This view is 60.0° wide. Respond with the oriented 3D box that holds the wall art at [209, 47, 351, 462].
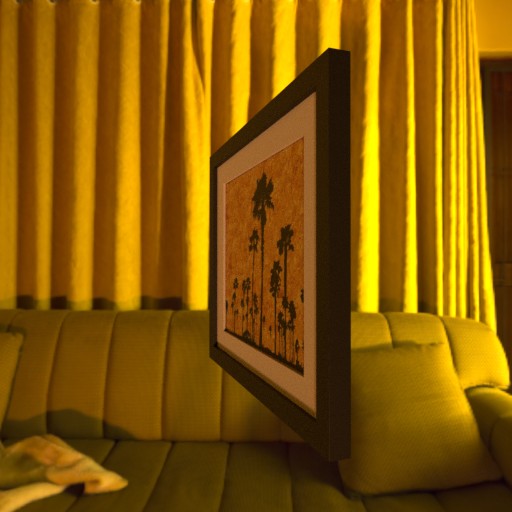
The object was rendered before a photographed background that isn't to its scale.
[{"bbox_3d":[0.000,0.000,0.759,0.028,0.460,0.561,0,-1,-20],"label":"wall art"}]
